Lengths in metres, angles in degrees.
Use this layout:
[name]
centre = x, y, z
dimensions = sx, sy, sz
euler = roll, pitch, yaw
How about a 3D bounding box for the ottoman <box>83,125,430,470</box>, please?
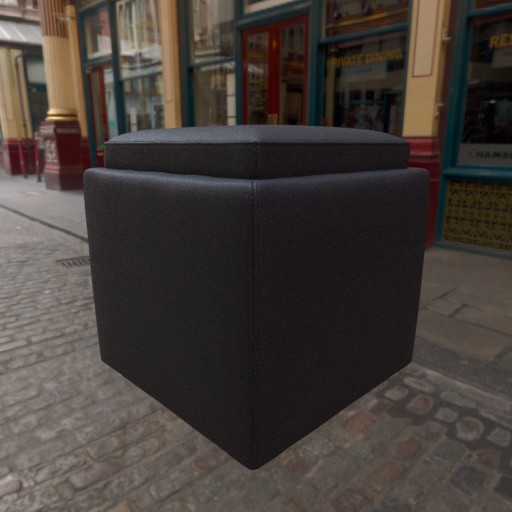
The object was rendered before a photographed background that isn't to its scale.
[ottoman]
centre = 0.000, 0.000, 0.816
dimensions = 0.450, 0.460, 0.451
euler = -13, 19, -43
